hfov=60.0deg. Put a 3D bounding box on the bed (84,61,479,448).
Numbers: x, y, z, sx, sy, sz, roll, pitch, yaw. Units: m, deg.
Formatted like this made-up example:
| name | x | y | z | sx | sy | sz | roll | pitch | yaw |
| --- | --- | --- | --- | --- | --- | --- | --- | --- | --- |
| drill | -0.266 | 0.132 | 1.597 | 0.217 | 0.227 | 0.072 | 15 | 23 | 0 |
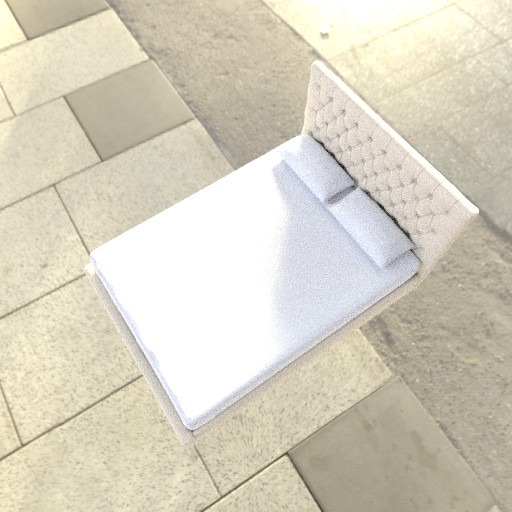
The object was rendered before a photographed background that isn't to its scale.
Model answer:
| name | x | y | z | sx | sy | sz | roll | pitch | yaw |
| --- | --- | --- | --- | --- | --- | --- | --- | --- | --- |
| bed | 0.000 | 0.000 | 3.467 | 2.387 | 1.427 | 1.698 | -32 | 68 | -14 |
